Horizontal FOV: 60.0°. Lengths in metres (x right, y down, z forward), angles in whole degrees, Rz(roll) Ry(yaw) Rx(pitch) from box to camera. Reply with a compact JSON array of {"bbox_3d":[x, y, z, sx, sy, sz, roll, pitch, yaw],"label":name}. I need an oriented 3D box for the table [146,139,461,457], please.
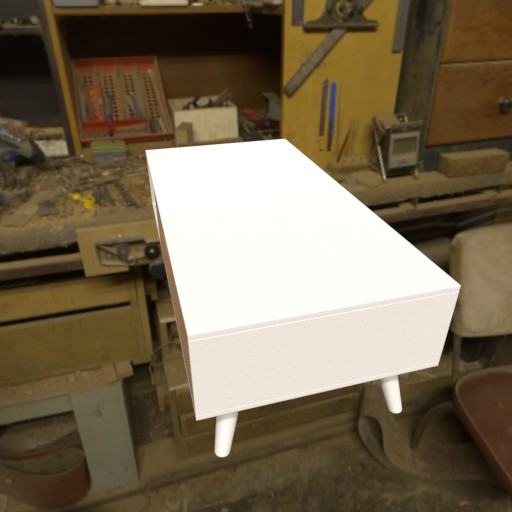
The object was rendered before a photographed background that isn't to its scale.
[{"bbox_3d":[0.000,0.000,1.518,0.609,0.432,1.194,-8,32,-14],"label":"table"}]
